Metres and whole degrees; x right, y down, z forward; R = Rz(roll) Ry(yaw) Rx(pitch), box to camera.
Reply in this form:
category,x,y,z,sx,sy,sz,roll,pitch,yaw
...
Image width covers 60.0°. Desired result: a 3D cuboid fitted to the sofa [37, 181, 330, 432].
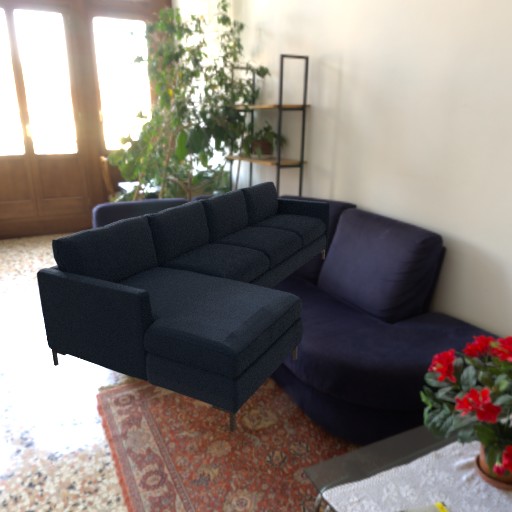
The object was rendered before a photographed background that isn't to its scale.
category,x,y,z,sx,sy,sz,roll,pitch,yaw
sofa,0.000,0.000,2.923,1.128,0.679,2.450,9,19,26
